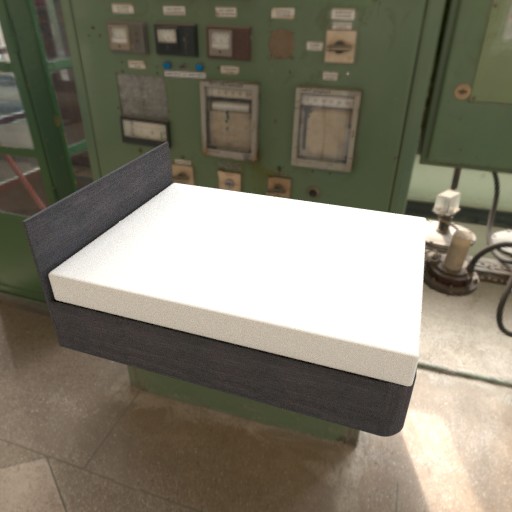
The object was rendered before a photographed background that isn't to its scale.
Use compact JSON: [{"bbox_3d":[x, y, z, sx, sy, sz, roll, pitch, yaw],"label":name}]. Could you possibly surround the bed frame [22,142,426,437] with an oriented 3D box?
[{"bbox_3d":[0.000,0.000,2.638,1.900,0.800,1.400,10,32,17],"label":"bed frame"}]
